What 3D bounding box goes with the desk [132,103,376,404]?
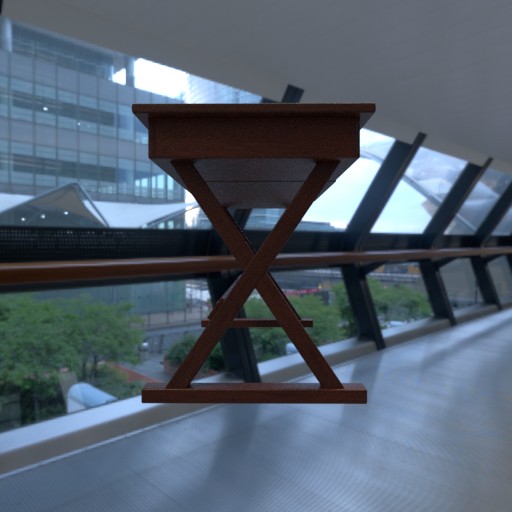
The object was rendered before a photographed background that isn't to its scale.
[{"bbox_3d":[0.000,0.000,1.775,0.600,0.761,1.372,0,0,1],"label":"desk"}]
